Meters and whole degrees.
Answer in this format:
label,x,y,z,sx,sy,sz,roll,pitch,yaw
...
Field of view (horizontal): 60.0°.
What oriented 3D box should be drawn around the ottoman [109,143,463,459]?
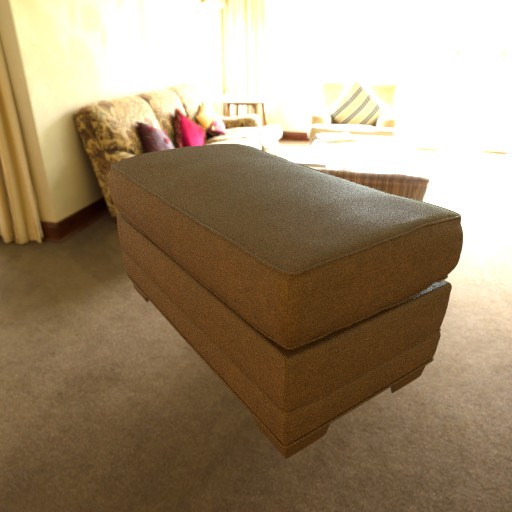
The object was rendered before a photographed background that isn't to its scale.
label,x,y,z,sx,sy,sz,roll,pitch,yaw
ottoman,0.000,0.000,1.167,0.490,0.448,0.864,-17,31,-31
